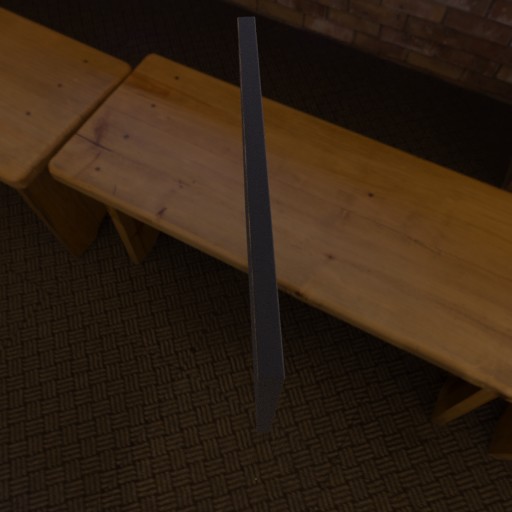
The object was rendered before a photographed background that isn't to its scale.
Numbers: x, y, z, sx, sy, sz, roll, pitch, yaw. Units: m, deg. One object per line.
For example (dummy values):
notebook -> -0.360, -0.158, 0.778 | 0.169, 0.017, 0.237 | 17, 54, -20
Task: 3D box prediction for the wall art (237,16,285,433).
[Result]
wall art -> 0.000, 0.000, 0.445 | 0.015, 0.303, 0.304 | -3, 63, -1
